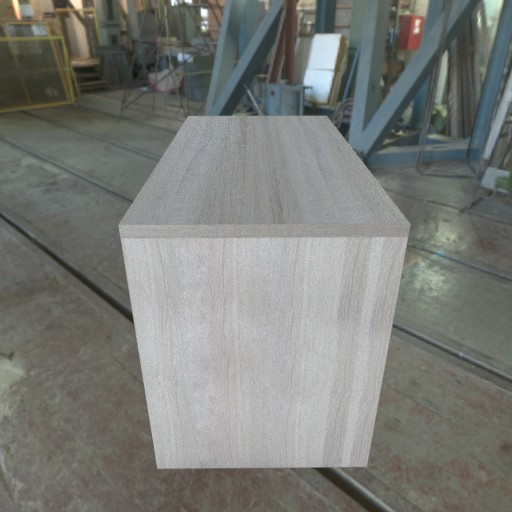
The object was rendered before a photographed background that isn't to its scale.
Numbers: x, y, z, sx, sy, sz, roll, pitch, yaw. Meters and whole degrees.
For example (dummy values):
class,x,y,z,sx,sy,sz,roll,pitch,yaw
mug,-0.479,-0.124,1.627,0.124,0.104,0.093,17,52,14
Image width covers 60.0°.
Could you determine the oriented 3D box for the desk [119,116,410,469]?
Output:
class,x,y,z,sx,sy,sz,roll,pitch,yaw
desk,0.000,0.000,1.529,0.600,0.731,1.100,0,28,0
